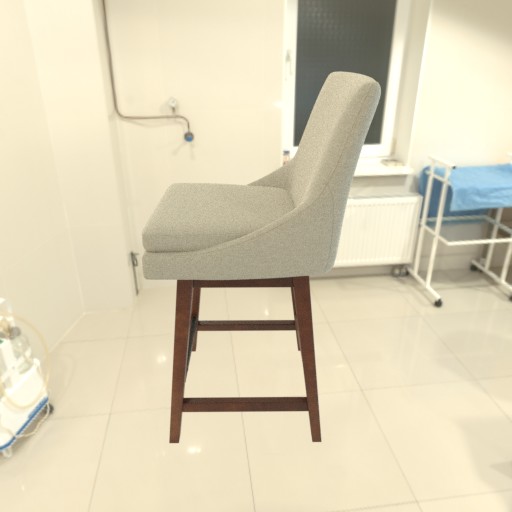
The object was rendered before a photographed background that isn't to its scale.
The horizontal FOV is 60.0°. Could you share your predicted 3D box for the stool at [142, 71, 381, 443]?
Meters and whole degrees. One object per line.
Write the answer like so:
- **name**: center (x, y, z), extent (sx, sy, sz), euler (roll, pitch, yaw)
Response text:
- **stool**: center (0.000, 0.000, 1.304), extent (0.559, 0.991, 0.469), euler (0, 25, -1)
